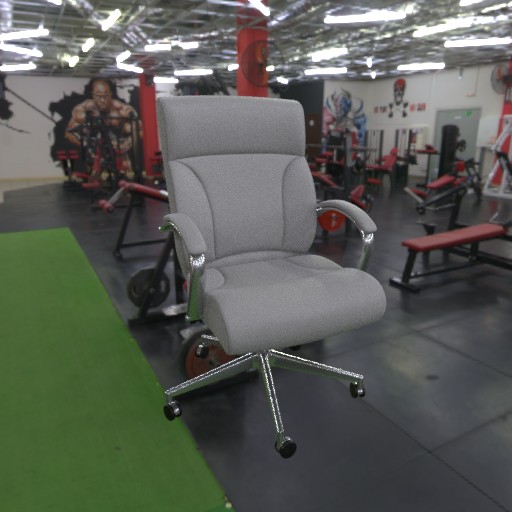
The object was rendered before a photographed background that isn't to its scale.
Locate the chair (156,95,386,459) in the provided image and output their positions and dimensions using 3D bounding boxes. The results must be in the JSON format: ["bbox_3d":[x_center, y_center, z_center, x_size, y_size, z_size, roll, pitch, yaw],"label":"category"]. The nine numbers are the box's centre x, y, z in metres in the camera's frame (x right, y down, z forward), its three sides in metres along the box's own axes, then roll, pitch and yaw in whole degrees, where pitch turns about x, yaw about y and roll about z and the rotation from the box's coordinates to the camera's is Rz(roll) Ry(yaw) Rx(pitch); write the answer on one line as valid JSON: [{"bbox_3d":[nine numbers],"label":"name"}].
[{"bbox_3d":[0.000,0.000,1.571,0.727,1.099,0.745,-8,18,-25],"label":"chair"}]
